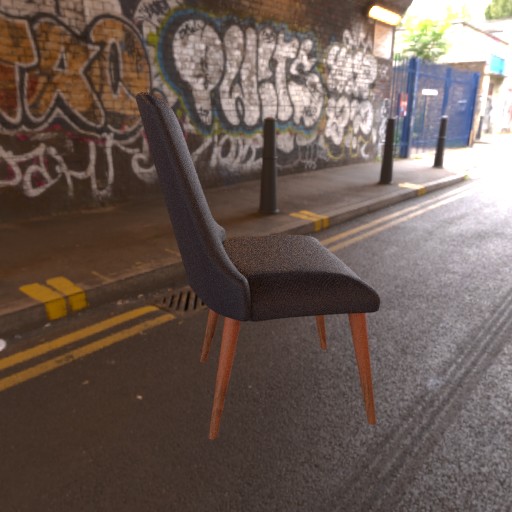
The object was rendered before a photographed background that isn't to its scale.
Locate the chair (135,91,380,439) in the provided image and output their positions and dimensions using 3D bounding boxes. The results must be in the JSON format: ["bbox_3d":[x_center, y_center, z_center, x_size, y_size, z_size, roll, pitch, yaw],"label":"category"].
[{"bbox_3d":[0.000,0.000,1.197,0.567,0.820,0.504,-3,18,-10],"label":"chair"}]
